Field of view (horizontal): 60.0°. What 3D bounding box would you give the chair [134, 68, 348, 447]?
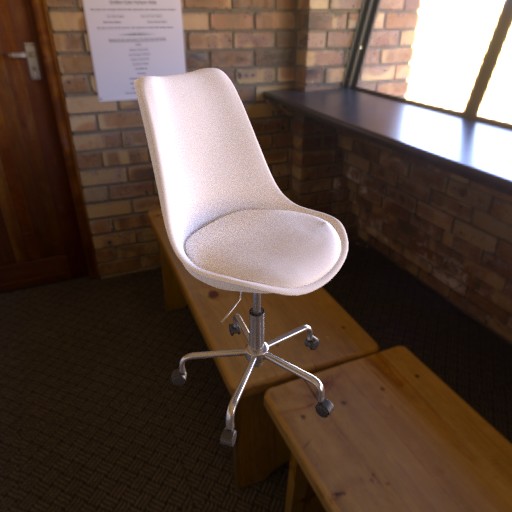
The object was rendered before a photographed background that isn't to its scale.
[{"bbox_3d":[0.000,0.000,1.244,0.550,0.930,0.550,19,34,30],"label":"chair"}]
